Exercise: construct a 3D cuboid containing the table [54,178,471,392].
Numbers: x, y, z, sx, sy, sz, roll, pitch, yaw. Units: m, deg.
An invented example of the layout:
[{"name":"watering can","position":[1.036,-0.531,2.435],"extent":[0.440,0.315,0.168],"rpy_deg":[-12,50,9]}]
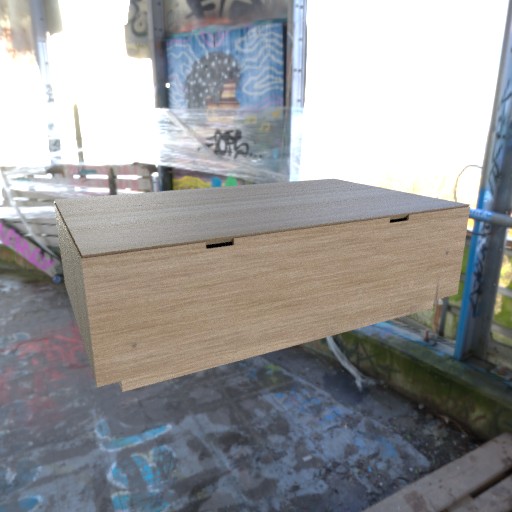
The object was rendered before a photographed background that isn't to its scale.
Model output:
[{"name":"table","position":[0.000,0.000,1.432],"extent":[1.110,0.353,0.678],"rpy_deg":[-9,20,-26]}]
